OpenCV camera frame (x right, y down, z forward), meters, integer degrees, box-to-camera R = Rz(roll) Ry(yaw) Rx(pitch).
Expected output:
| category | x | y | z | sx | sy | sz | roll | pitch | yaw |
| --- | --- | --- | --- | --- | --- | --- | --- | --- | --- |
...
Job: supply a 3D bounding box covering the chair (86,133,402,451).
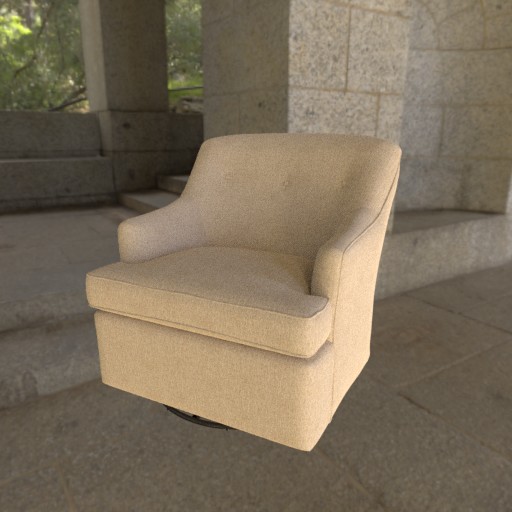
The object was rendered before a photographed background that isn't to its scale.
| category | x | y | z | sx | sy | sz | roll | pitch | yaw |
| --- | --- | --- | --- | --- | --- | --- | --- | --- | --- |
| chair | 0.000 | 0.000 | 1.611 | 0.864 | 0.856 | 0.923 | 8 | 18 | 26 |
